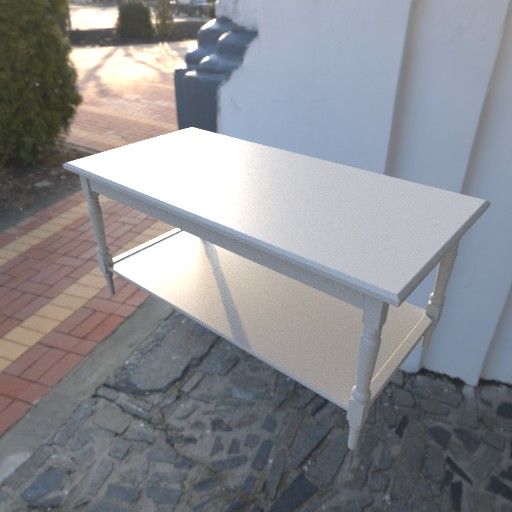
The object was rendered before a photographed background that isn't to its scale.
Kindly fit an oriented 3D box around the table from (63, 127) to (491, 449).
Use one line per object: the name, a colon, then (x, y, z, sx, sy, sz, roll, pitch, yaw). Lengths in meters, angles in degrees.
table: (0.000, 0.000, 1.387, 1.109, 0.506, 0.551, 23, 38, 33)
